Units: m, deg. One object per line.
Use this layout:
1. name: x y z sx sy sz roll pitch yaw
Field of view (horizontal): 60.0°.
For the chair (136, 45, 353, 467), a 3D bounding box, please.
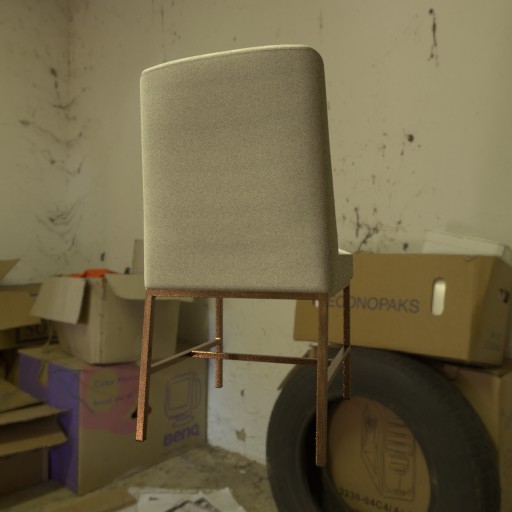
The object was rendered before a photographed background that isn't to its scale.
1. chair: 0.000 0.000 1.280 0.503 0.933 0.597 0 -1 18
